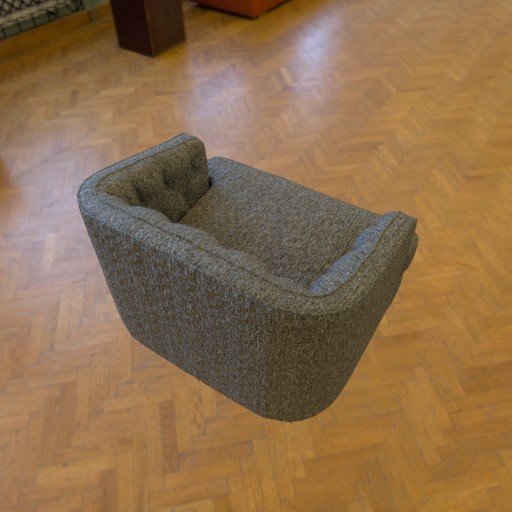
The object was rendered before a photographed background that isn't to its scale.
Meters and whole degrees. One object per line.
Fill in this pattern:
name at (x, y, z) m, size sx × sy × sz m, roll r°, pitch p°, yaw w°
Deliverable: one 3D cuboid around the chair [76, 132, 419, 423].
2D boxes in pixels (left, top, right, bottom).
chair at (0.000, 0.000, 1.831) m, size 1.104 × 0.852 × 0.941 m, roll 25°, pitch 52°, yaw 21°
